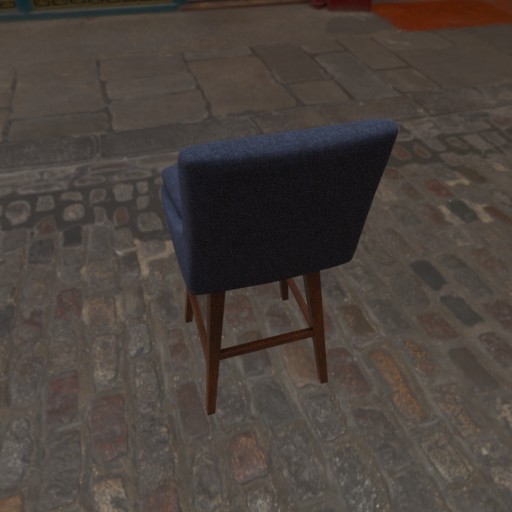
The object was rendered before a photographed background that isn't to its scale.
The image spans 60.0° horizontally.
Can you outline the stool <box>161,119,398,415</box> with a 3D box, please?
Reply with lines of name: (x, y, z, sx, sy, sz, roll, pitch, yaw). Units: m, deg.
stool: (0.000, 0.000, 1.368, 0.489, 1.068, 0.572, -12, 44, -12)
